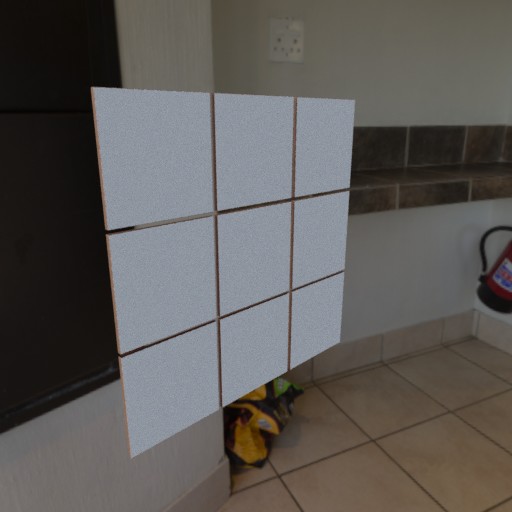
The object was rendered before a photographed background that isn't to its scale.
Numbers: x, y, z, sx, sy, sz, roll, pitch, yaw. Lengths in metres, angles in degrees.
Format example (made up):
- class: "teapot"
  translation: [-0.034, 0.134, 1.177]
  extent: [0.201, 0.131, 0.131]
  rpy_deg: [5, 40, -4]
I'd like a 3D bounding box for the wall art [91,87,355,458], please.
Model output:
- class: "wall art"
  translation: [0.000, 0.000, 1.823]
  extent: [1.256, 1.246, 0.017]
  rpy_deg: [-16, 23, -41]
